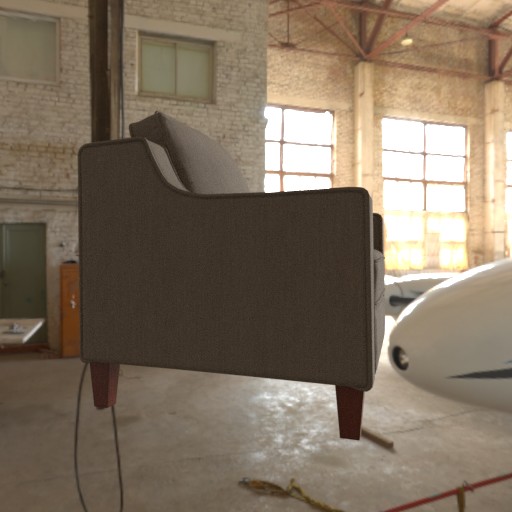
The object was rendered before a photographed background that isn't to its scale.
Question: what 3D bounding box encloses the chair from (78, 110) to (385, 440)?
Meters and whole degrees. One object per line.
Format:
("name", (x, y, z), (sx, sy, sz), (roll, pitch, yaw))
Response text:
("chair", (0.000, 0.000, 1.637), (0.909, 0.960, 0.831), (0, 0, 18))
